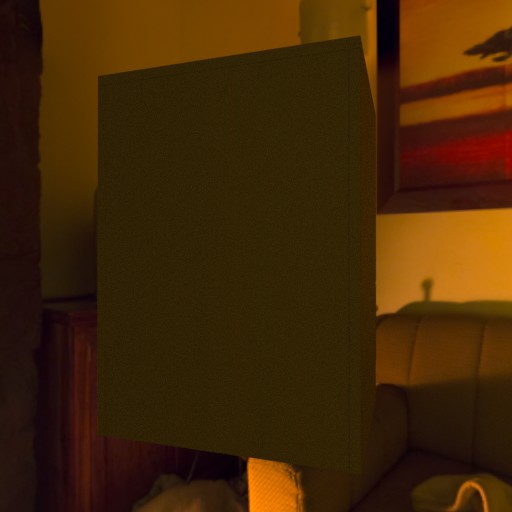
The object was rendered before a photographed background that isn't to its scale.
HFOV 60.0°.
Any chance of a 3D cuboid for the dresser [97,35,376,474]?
[{"bbox_3d":[0.000,0.000,0.797,0.400,0.560,0.360,0,0,18],"label":"dresser"}]
